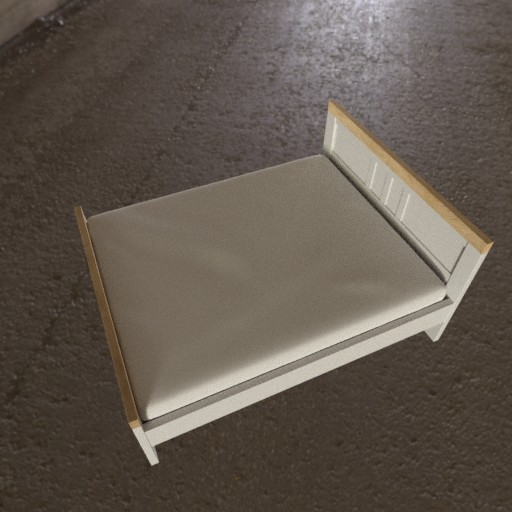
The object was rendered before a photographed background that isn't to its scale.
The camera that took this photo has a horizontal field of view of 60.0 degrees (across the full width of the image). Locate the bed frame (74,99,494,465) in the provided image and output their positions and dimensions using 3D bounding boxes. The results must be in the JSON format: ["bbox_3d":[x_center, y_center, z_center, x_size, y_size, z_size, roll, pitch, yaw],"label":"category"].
[{"bbox_3d":[0.000,0.000,2.967,2.050,0.980,1.670,-18,50,-16],"label":"bed frame"}]
